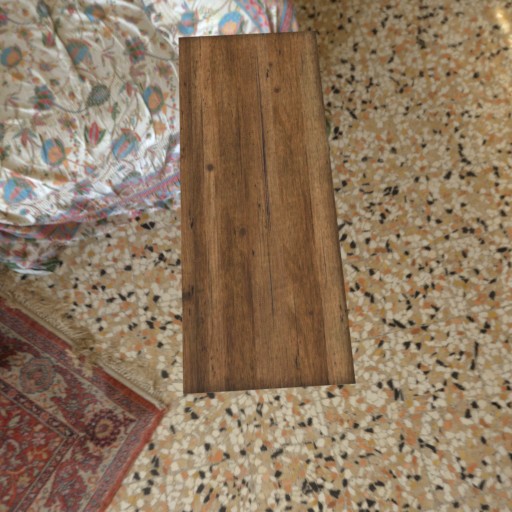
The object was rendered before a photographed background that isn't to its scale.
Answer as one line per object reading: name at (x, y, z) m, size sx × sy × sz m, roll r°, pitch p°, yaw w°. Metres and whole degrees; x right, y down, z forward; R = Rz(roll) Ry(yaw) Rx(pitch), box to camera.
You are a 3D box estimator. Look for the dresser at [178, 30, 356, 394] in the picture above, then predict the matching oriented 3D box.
dresser at (0.000, 0.000, 1.899) m, size 0.438 × 1.359 × 1.067 m, roll -3°, pitch 74°, yaw -1°
